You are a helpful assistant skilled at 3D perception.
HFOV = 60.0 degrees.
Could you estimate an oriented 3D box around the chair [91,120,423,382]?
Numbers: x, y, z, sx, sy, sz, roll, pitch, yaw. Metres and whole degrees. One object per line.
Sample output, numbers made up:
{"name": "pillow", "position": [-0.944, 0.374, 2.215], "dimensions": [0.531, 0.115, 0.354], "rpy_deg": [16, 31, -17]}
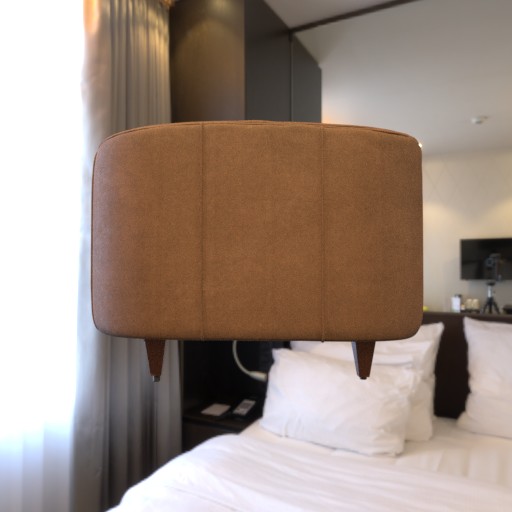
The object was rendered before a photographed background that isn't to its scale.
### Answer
{"name": "chair", "position": [0.000, 0.000, 1.730], "dimensions": [1.118, 0.787, 0.914], "rpy_deg": [0, -1, -2]}
